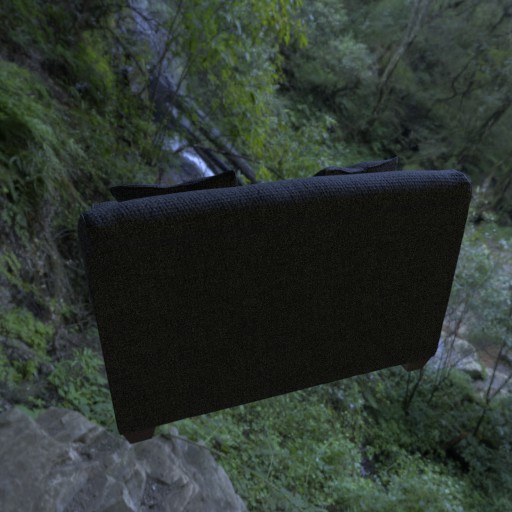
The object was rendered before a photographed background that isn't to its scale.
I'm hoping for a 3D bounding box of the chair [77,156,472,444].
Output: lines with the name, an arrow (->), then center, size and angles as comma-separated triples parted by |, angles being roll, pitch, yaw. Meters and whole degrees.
chair -> 0.000, 0.000, 2.010 | 1.383, 0.948, 1.000 | -9, 28, -17
